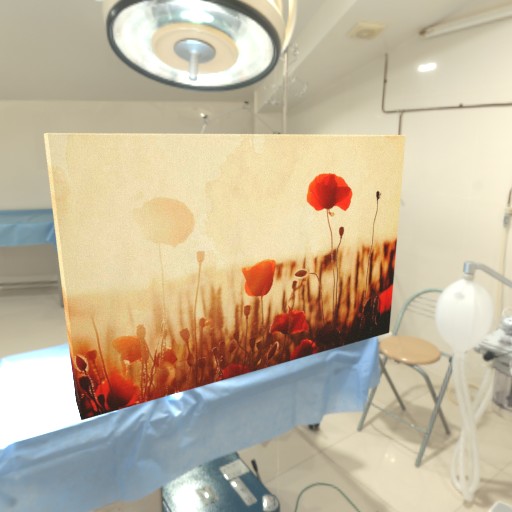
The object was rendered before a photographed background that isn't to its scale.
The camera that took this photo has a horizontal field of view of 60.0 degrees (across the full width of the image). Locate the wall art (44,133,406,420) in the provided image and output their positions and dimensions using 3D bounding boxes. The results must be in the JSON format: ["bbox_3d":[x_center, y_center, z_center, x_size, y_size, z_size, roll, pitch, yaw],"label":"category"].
[{"bbox_3d":[0.000,0.000,0.474,0.383,0.251,0.037,-8,17,-28],"label":"wall art"}]
